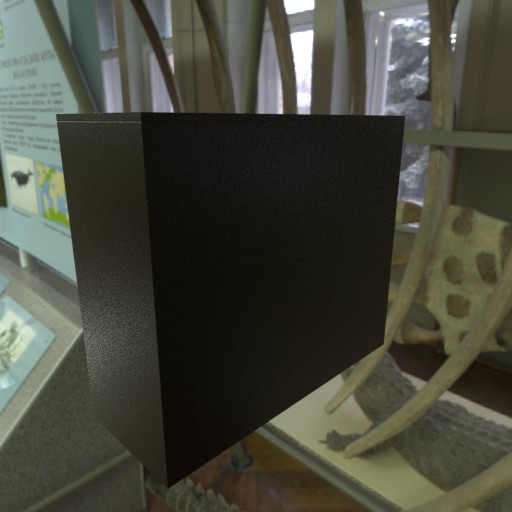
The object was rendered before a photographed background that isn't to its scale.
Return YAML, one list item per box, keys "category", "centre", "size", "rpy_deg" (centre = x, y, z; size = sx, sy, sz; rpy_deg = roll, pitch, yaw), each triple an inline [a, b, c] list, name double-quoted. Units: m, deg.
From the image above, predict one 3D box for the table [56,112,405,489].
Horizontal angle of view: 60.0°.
- category: "table"
  centre: [0.000, 0.000, 1.303]
  size: [0.380, 0.790, 0.930]
  rpy_deg: [16, 23, 42]
